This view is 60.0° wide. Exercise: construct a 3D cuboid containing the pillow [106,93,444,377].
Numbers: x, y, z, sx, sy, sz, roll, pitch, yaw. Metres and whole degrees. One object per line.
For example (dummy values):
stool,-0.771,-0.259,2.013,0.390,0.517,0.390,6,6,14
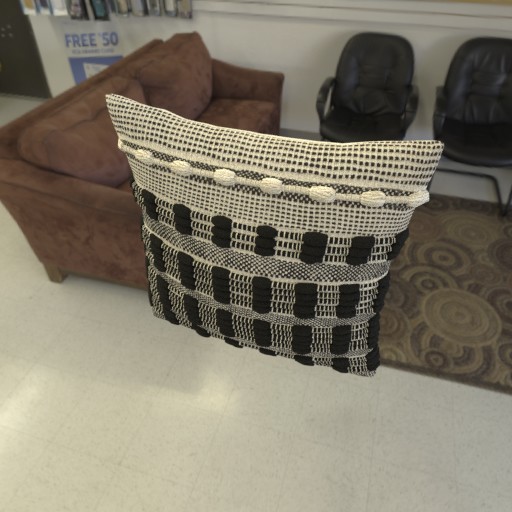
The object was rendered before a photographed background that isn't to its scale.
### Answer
pillow,0.000,0.000,0.673,0.436,0.438,0.156,13,42,15
